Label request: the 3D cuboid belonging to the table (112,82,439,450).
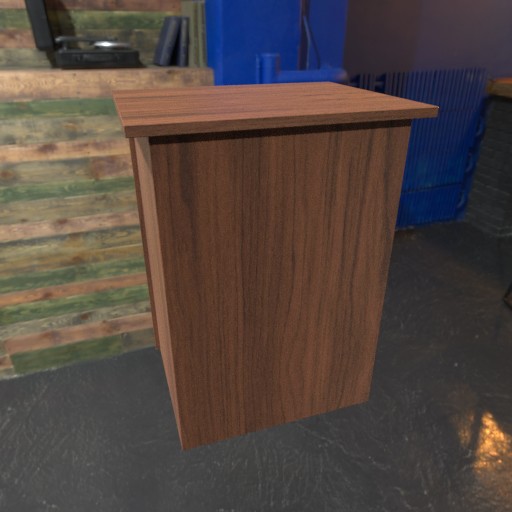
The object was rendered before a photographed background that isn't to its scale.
[{"bbox_3d":[0.000,0.000,0.935,0.480,0.636,0.381,-9,29,-16],"label":"table"}]
